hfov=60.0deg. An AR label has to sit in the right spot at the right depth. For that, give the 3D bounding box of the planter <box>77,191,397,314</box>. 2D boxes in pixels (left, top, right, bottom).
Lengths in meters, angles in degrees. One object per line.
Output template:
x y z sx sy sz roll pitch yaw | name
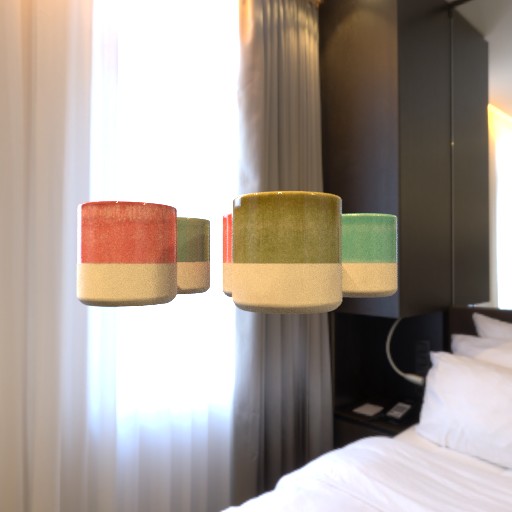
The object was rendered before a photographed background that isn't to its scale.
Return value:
0.000 0.000 0.422 0.257 0.075 0.286 0 -1 17 | planter
